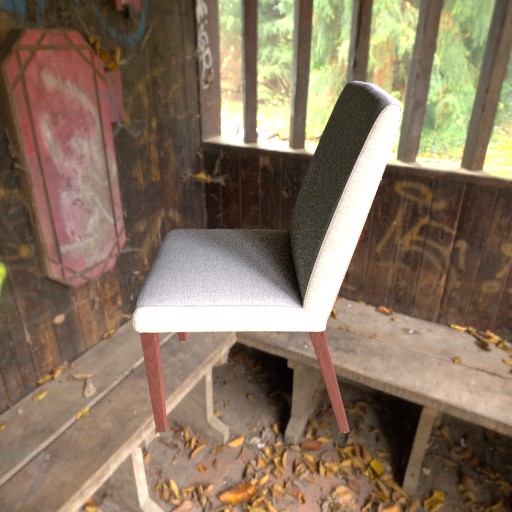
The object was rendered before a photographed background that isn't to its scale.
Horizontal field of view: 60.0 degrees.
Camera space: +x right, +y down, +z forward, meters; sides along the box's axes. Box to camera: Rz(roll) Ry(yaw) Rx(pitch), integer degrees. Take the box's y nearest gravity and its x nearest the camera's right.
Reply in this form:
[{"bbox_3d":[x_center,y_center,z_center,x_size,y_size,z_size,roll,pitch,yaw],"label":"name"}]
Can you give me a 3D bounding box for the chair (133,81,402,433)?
[{"bbox_3d":[0.000,0.000,1.241,0.594,0.900,0.480,0,26,0],"label":"chair"}]
